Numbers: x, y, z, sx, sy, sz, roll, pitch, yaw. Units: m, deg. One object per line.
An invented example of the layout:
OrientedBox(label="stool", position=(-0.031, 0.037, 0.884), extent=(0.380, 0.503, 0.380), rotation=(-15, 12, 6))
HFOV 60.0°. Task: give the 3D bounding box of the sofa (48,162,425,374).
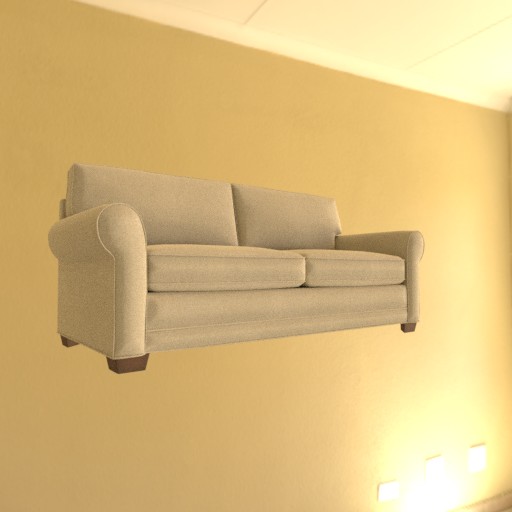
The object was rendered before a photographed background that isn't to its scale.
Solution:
OrientedBox(label="sofa", position=(0.000, 0.000, 2.624), extent=(2.146, 0.962, 0.901), rotation=(1, -2, -37))
